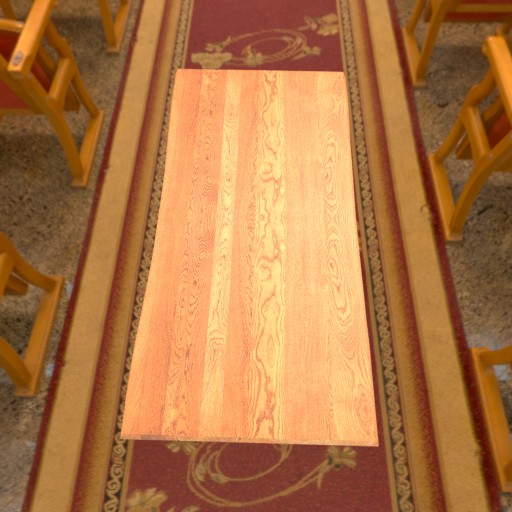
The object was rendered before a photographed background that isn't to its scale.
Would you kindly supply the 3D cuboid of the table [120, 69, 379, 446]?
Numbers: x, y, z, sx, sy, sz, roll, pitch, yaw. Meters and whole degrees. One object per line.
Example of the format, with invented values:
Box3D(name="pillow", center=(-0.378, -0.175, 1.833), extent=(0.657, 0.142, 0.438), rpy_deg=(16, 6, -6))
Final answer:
Box3D(name="table", center=(0.000, 0.000, 2.250), extent=(0.900, 0.770, 1.800), rpy_deg=(1, 63, 1))
